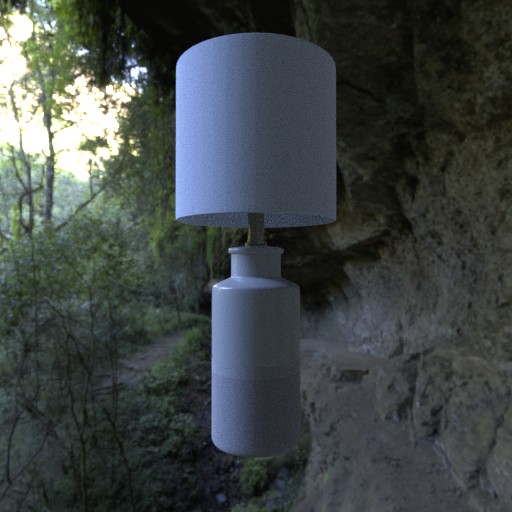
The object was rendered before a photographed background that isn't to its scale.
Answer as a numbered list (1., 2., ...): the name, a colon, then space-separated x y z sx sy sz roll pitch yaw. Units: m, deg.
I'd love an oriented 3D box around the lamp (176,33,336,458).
1. lamp: 0.000 0.000 0.594 0.212 0.493 0.212 -1 -1 36
